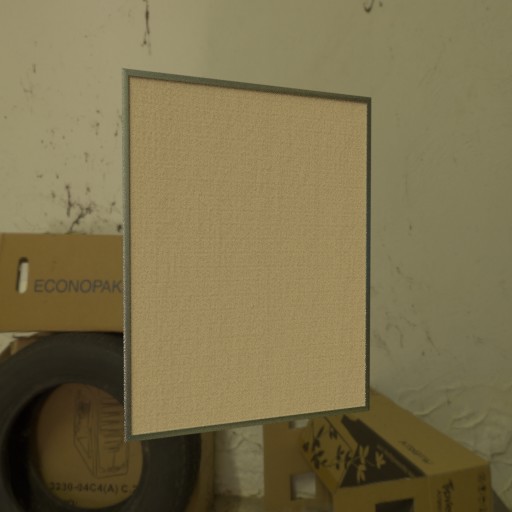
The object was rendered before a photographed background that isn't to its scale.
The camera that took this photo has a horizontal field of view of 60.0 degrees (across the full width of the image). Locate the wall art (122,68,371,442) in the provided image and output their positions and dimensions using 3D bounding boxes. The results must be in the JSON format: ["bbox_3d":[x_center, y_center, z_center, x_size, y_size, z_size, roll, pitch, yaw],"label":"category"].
[{"bbox_3d":[0.000,0.000,1.398,0.803,1.062,0.041,0,1,-18],"label":"wall art"}]
